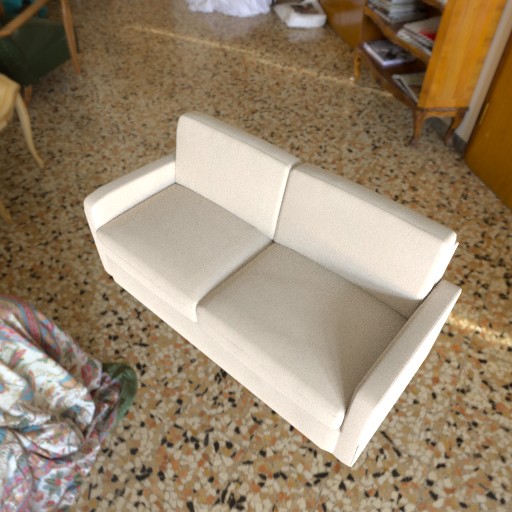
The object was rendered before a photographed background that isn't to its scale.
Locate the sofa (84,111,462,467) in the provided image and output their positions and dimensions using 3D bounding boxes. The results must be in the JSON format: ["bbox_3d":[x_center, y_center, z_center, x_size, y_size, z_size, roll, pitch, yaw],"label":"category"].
[{"bbox_3d":[0.000,0.000,2.277,1.808,0.831,0.894,32,54,27],"label":"sofa"}]
